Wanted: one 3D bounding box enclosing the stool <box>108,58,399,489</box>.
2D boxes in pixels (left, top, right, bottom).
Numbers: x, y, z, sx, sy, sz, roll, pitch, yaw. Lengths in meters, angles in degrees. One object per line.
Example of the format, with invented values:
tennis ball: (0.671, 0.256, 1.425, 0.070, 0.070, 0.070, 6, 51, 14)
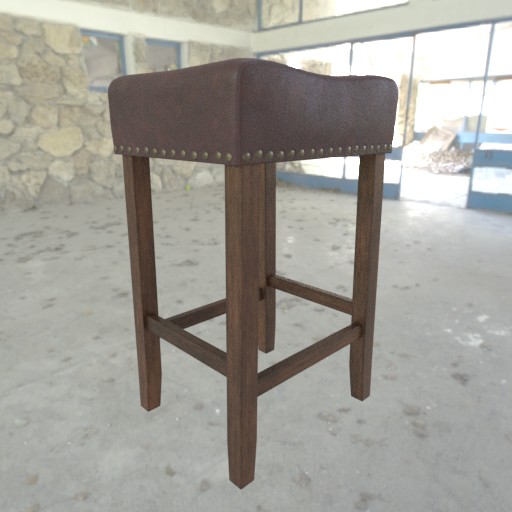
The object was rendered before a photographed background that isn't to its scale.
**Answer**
stool: (0.000, 0.000, 1.014, 0.465, 0.769, 0.401, -15, 22, -42)
